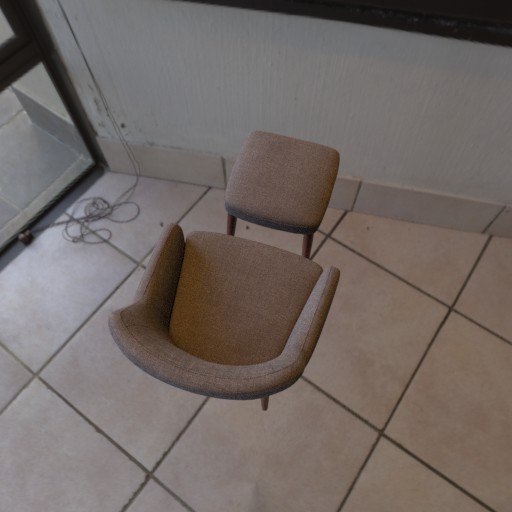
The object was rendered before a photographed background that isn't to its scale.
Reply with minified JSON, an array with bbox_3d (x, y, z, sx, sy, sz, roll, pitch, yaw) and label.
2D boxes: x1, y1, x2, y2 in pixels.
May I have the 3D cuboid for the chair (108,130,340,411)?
[{"bbox_3d":[0.000,0.000,1.572,0.584,0.799,1.107,15,64,8],"label":"chair"}]
